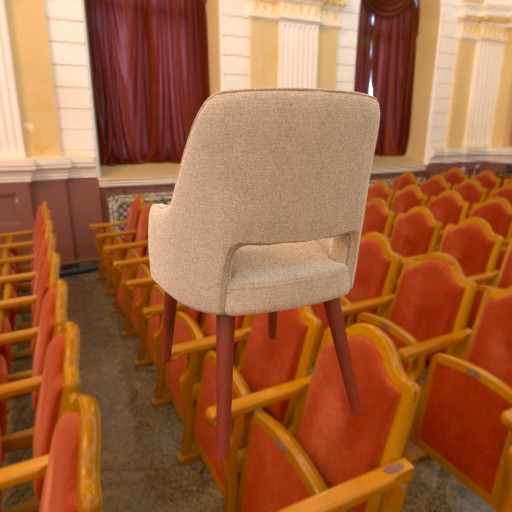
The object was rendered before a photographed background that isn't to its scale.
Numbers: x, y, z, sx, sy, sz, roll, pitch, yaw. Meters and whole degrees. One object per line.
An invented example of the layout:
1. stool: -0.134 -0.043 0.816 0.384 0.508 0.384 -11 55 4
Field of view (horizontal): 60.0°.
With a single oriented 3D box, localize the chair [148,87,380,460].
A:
1. chair: 0.000 0.000 1.262 0.548 0.849 0.605 -7 17 -25
